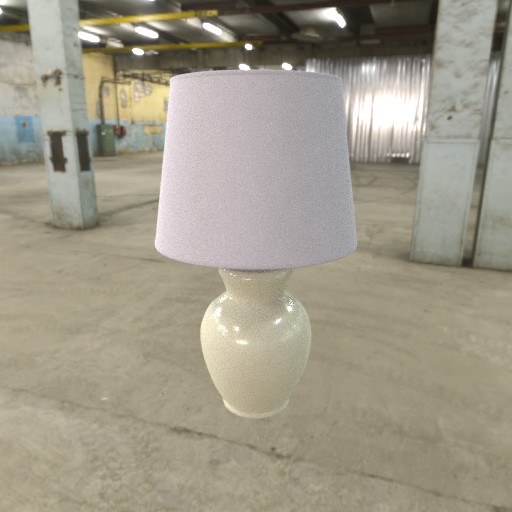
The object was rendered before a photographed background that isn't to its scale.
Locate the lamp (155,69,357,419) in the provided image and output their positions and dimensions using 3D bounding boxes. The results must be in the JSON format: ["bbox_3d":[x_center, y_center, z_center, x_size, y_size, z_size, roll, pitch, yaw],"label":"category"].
[{"bbox_3d":[0.000,0.000,0.542,0.239,0.399,0.239,0,15,0],"label":"lamp"}]
